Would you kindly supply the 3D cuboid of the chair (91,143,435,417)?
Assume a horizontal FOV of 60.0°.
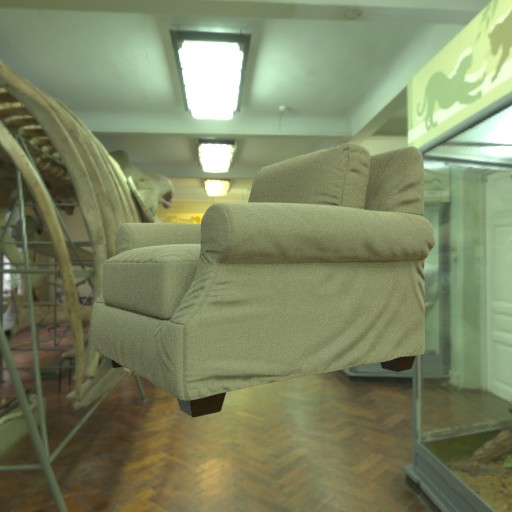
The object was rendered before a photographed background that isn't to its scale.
[{"bbox_3d":[0.000,0.000,1.733,1.066,0.866,0.940,1,-1,-35],"label":"chair"}]
